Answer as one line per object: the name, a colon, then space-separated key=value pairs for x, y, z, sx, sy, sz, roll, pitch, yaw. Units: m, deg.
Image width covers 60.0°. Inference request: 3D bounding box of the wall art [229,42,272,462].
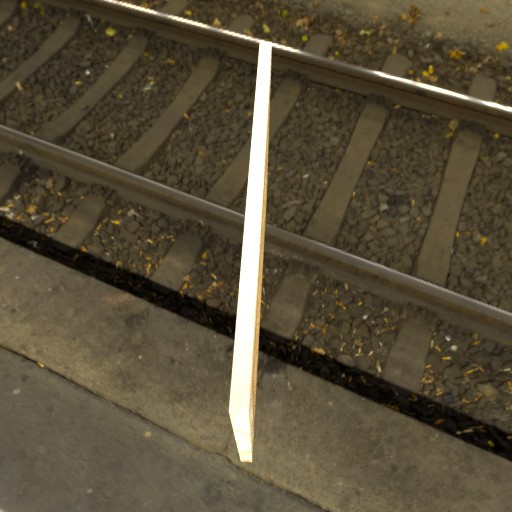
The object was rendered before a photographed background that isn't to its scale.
wall art: x=0.000 y=0.000 z=1.445 sx=0.041 sy=0.758 sz=1.142 roll=3 pitch=59 yaw=2
